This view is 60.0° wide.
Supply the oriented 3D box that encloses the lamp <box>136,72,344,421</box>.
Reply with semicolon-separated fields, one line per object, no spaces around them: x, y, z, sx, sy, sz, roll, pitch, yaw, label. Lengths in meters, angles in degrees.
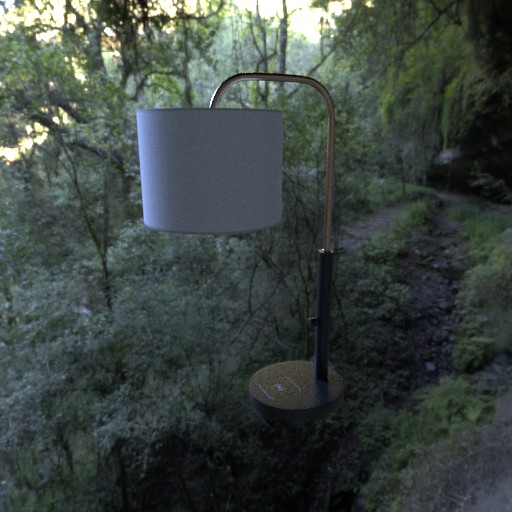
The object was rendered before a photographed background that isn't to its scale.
0.000;0.000;0.699;0.337;0.540;0.199;-7;17;-25;lamp
